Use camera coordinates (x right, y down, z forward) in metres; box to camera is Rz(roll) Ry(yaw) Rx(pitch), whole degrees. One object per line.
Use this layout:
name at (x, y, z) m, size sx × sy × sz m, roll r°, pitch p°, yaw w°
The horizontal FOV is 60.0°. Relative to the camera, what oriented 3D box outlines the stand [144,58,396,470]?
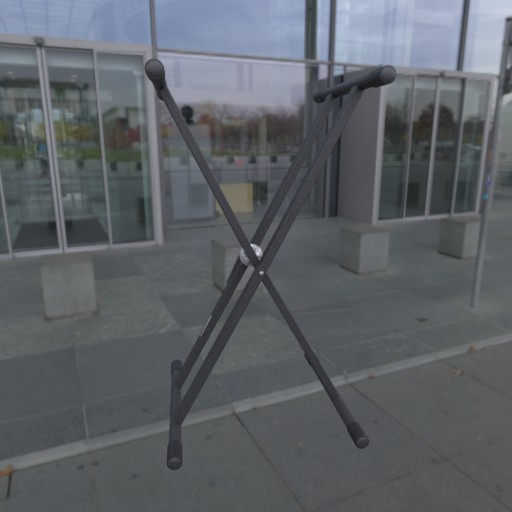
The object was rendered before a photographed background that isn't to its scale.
stand at (0.000, 0.000, 1.202) m, size 0.503 × 0.900 × 0.495 m, roll -2°, pitch 15°, yaw -9°
